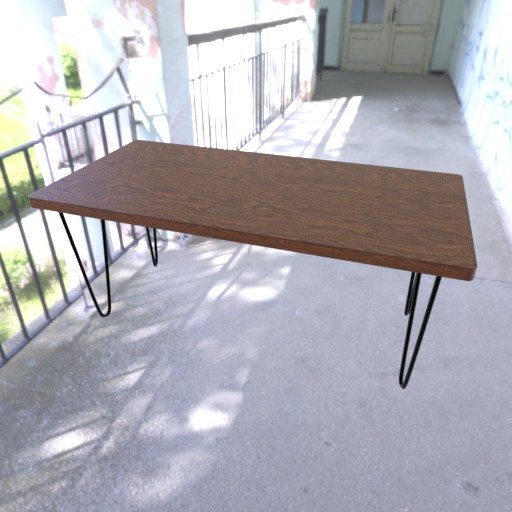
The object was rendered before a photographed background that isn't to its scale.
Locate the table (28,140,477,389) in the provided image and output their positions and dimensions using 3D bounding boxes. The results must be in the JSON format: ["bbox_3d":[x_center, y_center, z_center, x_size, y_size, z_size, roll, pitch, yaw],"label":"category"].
[{"bbox_3d":[0.000,0.000,2.208,1.791,0.753,0.883,10,33,16],"label":"table"}]
